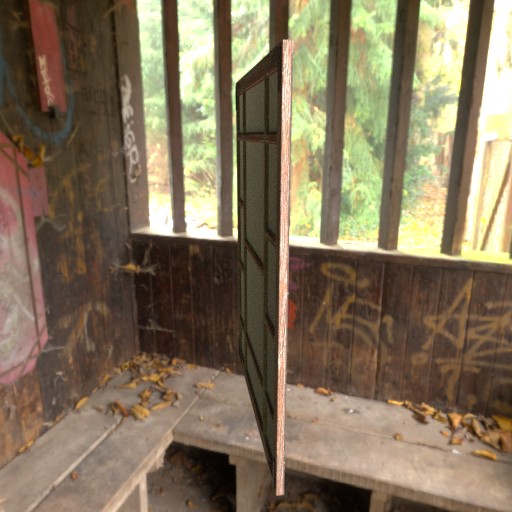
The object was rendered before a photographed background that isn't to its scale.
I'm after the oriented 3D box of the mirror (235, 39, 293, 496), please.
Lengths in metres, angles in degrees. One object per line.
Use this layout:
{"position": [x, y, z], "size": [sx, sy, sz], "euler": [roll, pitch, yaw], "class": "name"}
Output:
{"position": [0.000, 0.000, 1.262], "size": [0.025, 0.996, 0.705], "euler": [-3, 16, -9], "class": "mirror"}
